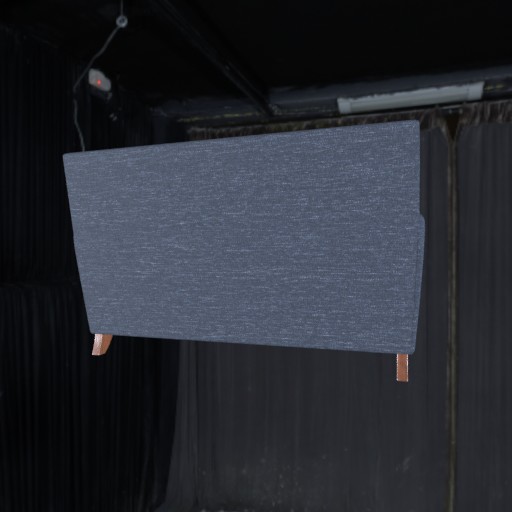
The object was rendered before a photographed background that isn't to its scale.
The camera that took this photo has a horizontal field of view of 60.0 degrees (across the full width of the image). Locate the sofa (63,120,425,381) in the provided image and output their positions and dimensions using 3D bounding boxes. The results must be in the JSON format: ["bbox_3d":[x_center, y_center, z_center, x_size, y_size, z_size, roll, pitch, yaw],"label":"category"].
[{"bbox_3d":[0.000,0.000,1.970,1.420,0.846,0.875,0,0,19],"label":"sofa"}]
